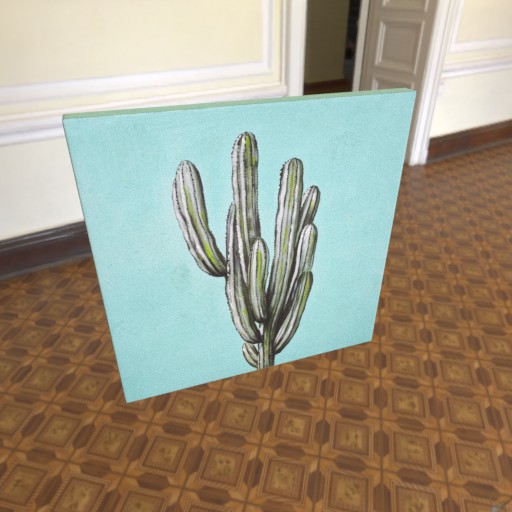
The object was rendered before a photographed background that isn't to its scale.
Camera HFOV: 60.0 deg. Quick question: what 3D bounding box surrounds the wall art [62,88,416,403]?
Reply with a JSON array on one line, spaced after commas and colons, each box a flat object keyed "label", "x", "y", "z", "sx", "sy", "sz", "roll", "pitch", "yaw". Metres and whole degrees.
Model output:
[{"label": "wall art", "x": 0.000, "y": 0.000, "z": 1.585, "sx": 1.071, "sy": 1.073, "sz": 0.070, "roll": -10, "pitch": 33, "yaw": -16}]
